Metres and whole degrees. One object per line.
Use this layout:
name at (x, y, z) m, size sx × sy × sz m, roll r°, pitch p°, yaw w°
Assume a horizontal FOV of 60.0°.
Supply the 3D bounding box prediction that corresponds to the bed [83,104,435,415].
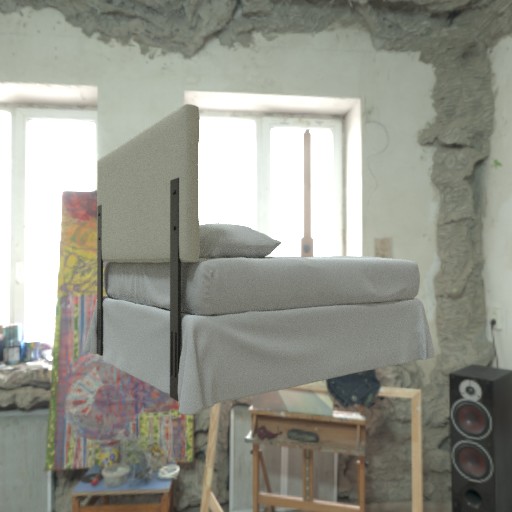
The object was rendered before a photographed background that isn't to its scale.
bed at (0.000, 0.000, 3.550) m, size 2.222 × 1.577 × 1.936 m, roll 0°, pitch -1°, yaw -35°
